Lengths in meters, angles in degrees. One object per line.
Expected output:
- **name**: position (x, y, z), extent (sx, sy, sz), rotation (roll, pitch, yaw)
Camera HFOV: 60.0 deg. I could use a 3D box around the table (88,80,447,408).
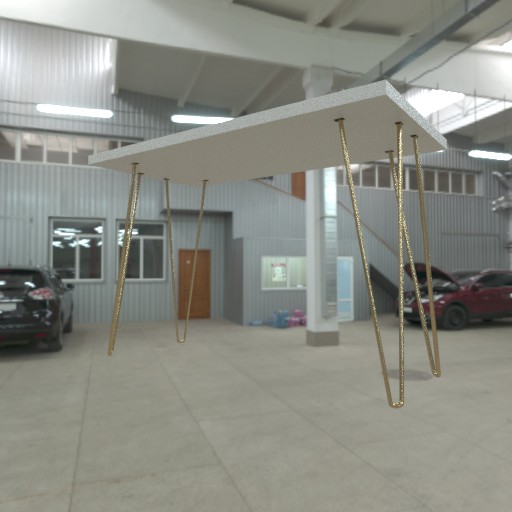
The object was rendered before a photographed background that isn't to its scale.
- **table**: position (0.000, 0.000, 1.348), extent (0.991, 0.660, 0.498), rotation (-1, -2, 36)
